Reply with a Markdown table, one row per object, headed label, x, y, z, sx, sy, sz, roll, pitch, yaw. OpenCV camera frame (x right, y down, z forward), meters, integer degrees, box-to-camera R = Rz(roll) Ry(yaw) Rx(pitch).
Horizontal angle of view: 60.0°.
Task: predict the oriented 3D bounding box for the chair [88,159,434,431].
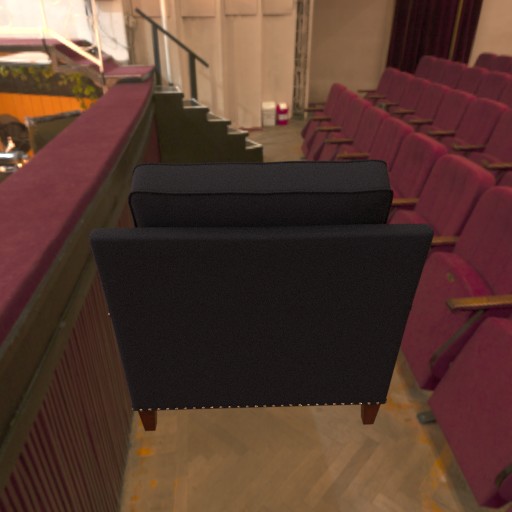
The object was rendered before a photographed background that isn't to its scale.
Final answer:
| label | x | y | z | sx | sy | sz | roll | pitch | yaw |
| --- | --- | --- | --- | --- | --- | --- | --- | --- | --- |
| chair | 0.000 | 0.000 | 1.667 | 0.853 | 0.943 | 1.014 | -1 | 28 | -2 |
